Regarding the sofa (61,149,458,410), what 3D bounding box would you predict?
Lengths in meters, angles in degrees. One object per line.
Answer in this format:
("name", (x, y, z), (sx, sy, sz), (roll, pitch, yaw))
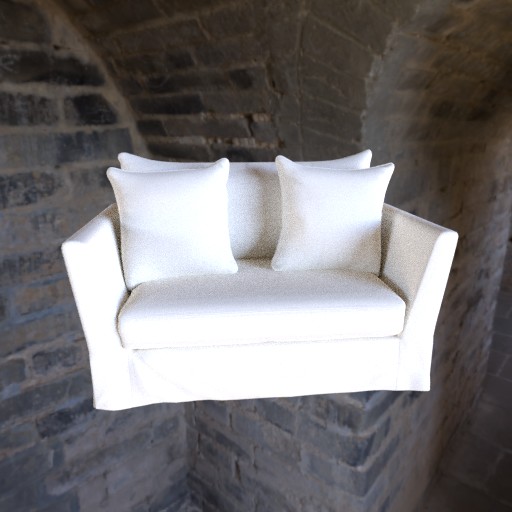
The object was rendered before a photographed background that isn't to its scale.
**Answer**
("sofa", (0.000, 0.000, 2.290), (1.608, 1.039, 1.026), (-2, 16, -6))
